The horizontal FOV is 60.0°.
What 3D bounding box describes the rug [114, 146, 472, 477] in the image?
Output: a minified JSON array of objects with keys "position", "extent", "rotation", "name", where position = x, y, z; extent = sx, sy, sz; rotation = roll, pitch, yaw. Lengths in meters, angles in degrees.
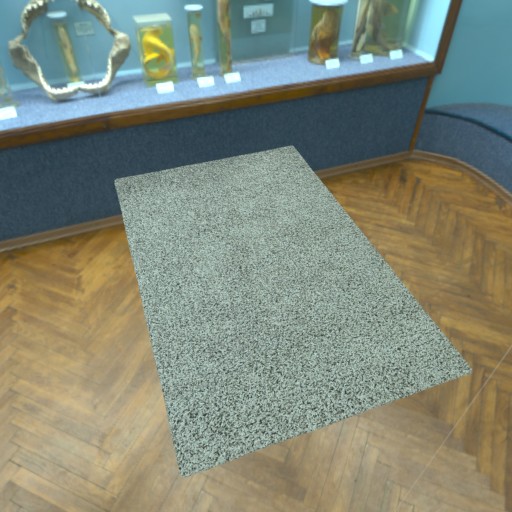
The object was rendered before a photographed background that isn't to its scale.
[{"position":[0.000,0.000,3.351],"extent":[1.778,0.030,2.743],"rotation":[-14,46,-14],"name":"rug"}]
